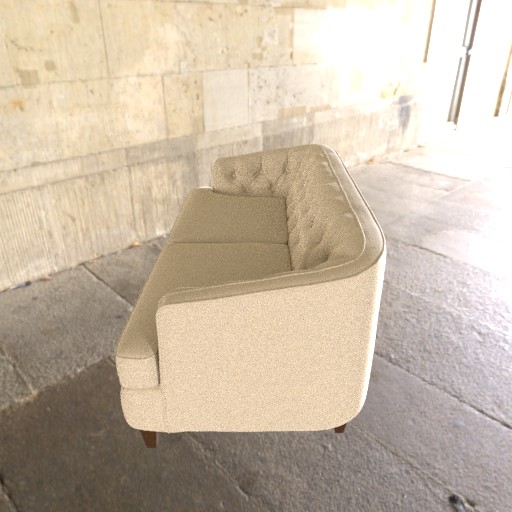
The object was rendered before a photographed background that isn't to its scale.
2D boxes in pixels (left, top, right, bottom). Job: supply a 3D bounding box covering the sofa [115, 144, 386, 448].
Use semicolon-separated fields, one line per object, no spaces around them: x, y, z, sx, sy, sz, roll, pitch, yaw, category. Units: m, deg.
0.000;0.000;2.195;0.941;0.855;1.733;1;27;1;sofa
